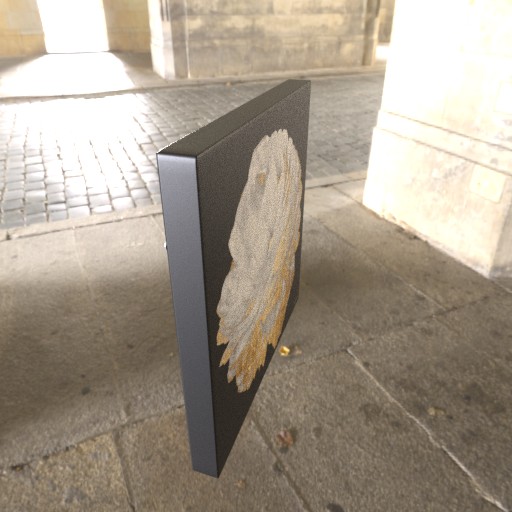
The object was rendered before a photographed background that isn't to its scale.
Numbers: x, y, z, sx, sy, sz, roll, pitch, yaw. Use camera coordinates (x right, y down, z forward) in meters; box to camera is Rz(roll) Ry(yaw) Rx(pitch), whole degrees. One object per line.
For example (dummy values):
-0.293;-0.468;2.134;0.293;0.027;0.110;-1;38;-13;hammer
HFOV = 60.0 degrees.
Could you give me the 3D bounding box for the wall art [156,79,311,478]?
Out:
0.000;0.000;0.616;0.041;0.407;0.406;10;31;16;wall art
